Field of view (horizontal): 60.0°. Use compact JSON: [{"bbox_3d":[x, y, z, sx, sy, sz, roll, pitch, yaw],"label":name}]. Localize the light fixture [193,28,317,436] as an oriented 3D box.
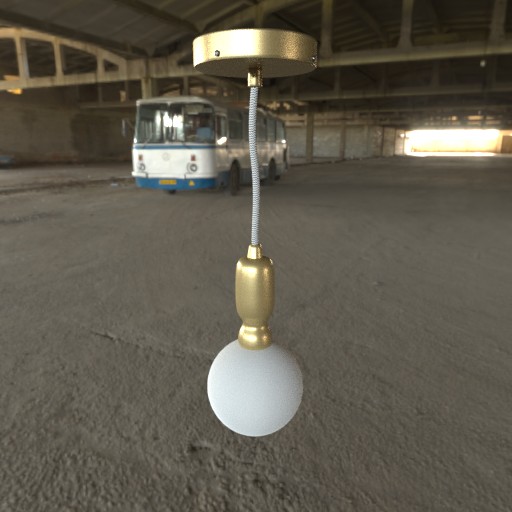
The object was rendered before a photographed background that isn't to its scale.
[{"bbox_3d":[0.000,0.000,0.578,0.146,0.510,0.147,7,16,25],"label":"light fixture"}]
